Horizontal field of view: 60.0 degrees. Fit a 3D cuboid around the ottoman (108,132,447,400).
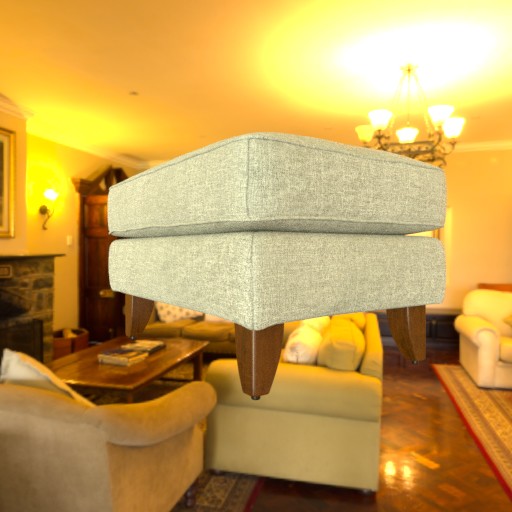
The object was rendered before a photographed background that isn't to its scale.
[{"bbox_3d":[0.000,0.000,1.323,0.661,0.561,0.889,-1,1,-35],"label":"ottoman"}]
